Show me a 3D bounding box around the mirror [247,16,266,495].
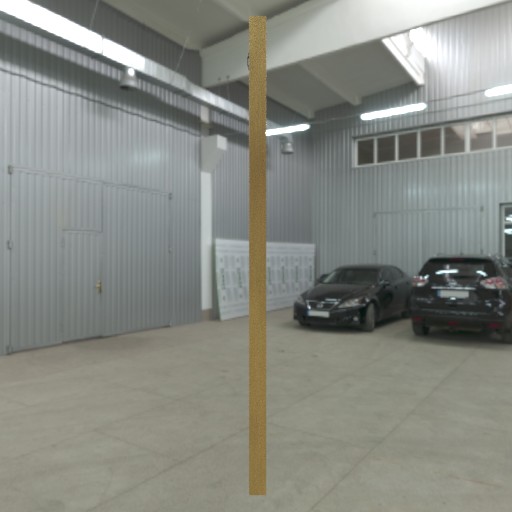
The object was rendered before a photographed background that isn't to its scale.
[{"bbox_3d":[0.000,0.000,1.321,0.041,1.016,0.762,0,0,0],"label":"mirror"}]
